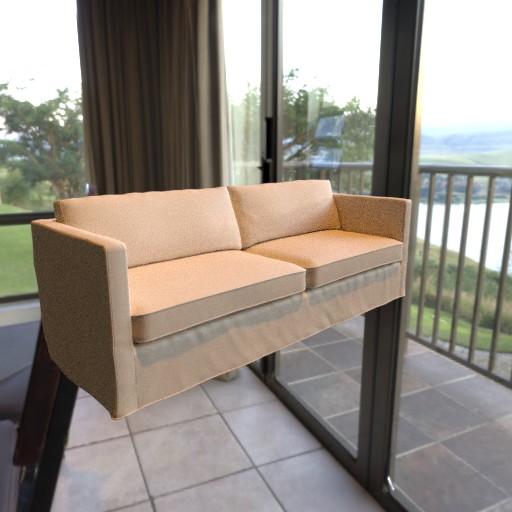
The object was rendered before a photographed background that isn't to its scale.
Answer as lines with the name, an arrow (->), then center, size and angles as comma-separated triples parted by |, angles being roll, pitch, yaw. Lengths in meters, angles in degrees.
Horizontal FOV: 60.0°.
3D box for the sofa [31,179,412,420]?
sofa -> 0.000, 0.000, 3.261 | 2.779, 0.999, 1.036 | -12, 18, -42
